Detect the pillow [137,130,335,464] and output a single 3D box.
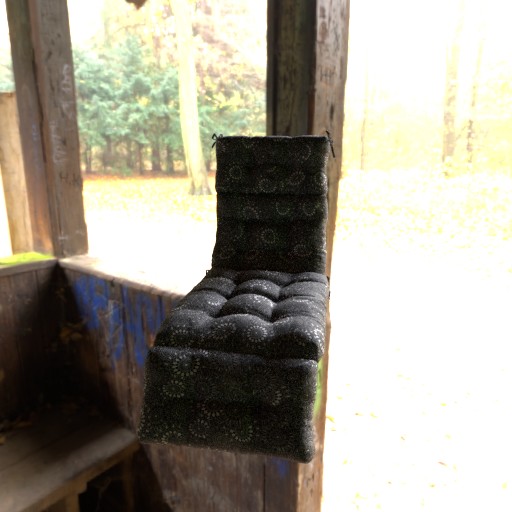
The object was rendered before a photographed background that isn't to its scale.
[{"bbox_3d":[0.000,0.000,1.537,0.526,0.863,1.016,2,15,10],"label":"pillow"}]
